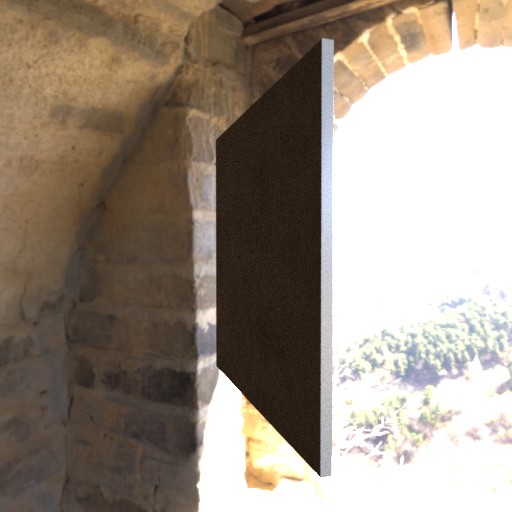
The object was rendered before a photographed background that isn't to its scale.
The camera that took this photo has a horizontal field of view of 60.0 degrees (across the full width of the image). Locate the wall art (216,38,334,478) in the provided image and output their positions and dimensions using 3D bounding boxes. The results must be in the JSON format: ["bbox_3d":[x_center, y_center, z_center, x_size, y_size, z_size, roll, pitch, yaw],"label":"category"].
[{"bbox_3d":[0.000,0.000,0.982,0.020,0.661,0.664,0,1,-19],"label":"wall art"}]
